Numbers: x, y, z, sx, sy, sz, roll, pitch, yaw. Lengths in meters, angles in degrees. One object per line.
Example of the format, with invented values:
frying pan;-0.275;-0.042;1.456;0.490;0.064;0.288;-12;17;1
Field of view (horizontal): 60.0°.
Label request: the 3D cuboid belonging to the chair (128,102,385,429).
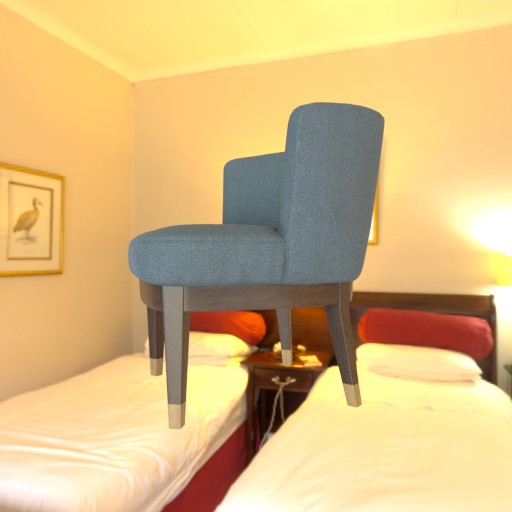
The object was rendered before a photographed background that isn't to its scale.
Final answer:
chair;0.000;0.000;1.279;0.702;0.760;0.661;0;0;-18
